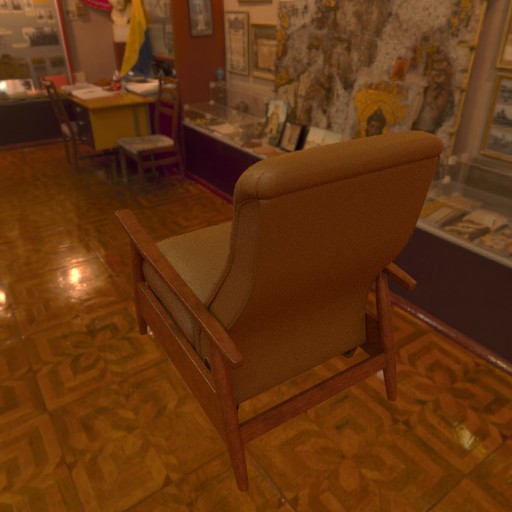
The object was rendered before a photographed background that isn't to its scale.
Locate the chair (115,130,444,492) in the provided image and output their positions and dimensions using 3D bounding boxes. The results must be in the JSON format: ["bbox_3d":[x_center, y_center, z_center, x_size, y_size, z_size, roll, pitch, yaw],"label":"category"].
[{"bbox_3d":[0.000,0.000,1.703,0.762,1.082,1.014,-18,34,-28],"label":"chair"}]
